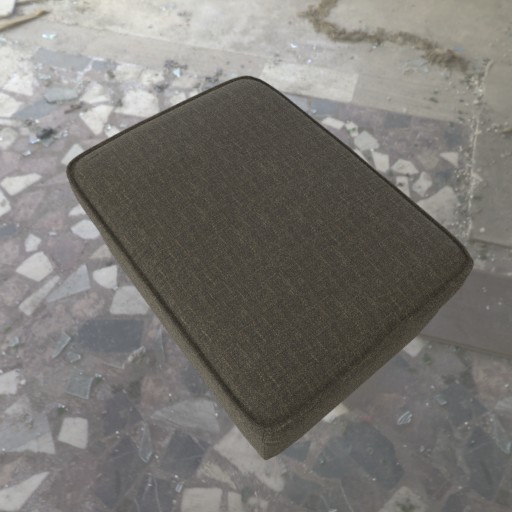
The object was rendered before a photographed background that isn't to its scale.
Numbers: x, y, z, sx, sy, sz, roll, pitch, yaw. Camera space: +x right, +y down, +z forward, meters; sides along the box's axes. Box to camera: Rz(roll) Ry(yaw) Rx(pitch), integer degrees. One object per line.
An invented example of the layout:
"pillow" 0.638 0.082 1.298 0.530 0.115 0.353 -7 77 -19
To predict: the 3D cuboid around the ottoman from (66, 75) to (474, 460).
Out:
"ottoman" 0.000 0.000 1.067 0.549 0.450 0.749 -34 64 -19
